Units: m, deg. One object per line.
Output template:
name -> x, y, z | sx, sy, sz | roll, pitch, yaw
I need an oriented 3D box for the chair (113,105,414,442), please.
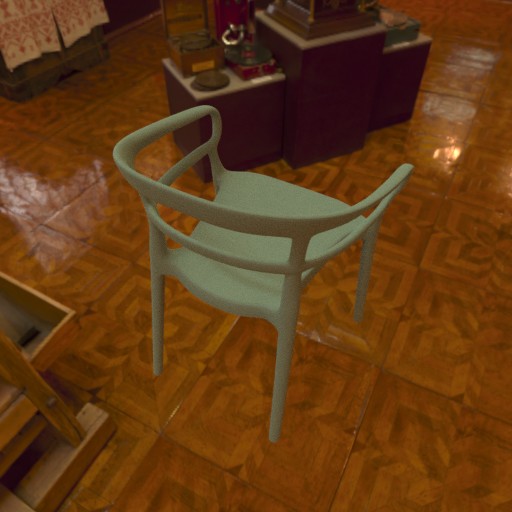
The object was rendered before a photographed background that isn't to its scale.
chair -> 0.000, 0.000, 1.114 | 0.559, 0.761, 0.527 | 23, 50, 20
